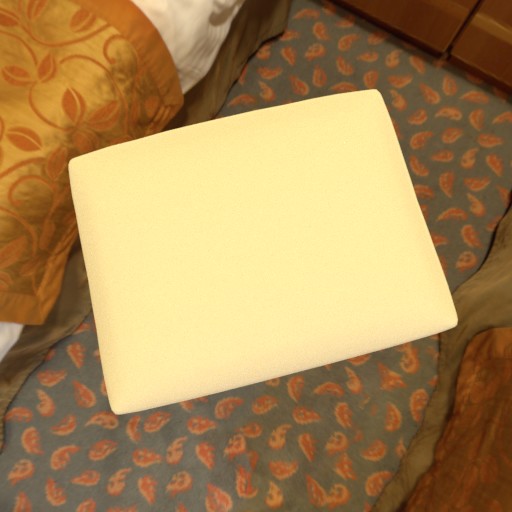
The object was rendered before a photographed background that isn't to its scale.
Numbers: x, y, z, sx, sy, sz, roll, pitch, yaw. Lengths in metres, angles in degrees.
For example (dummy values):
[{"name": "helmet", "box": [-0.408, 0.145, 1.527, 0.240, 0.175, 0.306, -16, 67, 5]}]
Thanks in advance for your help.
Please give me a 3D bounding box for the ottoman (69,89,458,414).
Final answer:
[{"name": "ottoman", "box": [0.000, 0.000, 1.126, 0.741, 0.513, 0.584, -14, 78, -3]}]
